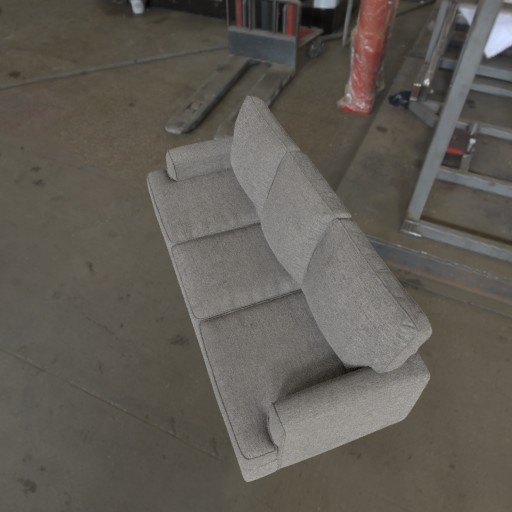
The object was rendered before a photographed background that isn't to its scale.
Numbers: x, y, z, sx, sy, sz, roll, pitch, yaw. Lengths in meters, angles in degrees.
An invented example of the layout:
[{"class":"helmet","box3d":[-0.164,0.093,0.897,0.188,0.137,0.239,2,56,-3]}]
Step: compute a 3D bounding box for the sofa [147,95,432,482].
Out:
[{"class":"sofa","box3d":[0.000,0.000,2.650,0.951,0.965,2.158,-16,50,-14]}]
